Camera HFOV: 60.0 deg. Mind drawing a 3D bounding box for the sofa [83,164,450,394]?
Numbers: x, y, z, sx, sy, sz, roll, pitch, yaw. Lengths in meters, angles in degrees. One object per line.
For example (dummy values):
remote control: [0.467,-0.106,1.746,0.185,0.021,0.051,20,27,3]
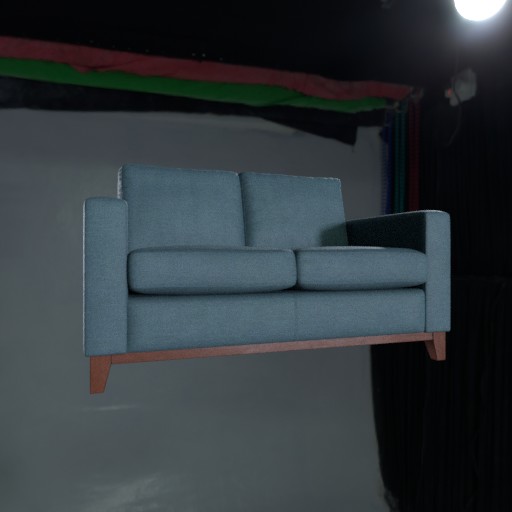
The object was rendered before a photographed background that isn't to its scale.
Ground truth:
sofa: [0.000,0.000,2.089,1.489,0.903,0.955,0,0,-19]
